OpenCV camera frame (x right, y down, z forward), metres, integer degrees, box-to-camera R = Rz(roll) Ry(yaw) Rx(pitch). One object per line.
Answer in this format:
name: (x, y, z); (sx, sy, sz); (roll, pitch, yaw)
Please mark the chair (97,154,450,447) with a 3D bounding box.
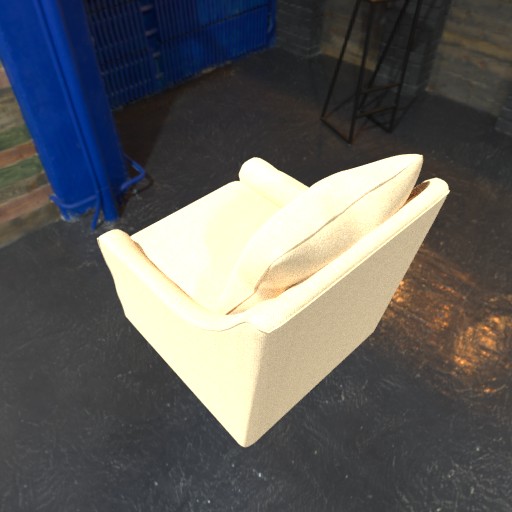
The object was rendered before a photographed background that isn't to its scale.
chair: (0.000, 0.000, 1.561); (0.760, 0.927, 0.876); (-34, 54, -28)
